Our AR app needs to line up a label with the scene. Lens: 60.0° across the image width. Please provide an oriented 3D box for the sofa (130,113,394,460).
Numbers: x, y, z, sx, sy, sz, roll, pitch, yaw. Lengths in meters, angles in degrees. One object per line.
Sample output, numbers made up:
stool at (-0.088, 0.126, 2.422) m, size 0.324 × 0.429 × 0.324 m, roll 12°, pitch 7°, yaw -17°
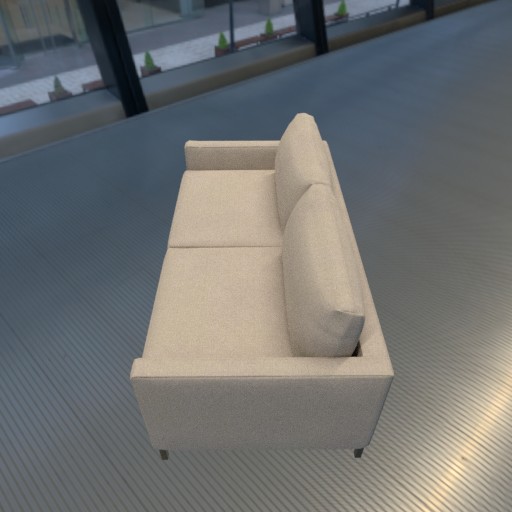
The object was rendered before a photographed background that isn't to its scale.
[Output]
sofa at (0.000, 0.000, 2.160) m, size 0.875 × 0.840 × 1.682 m, roll 0°, pitch 41°, yaw 0°
